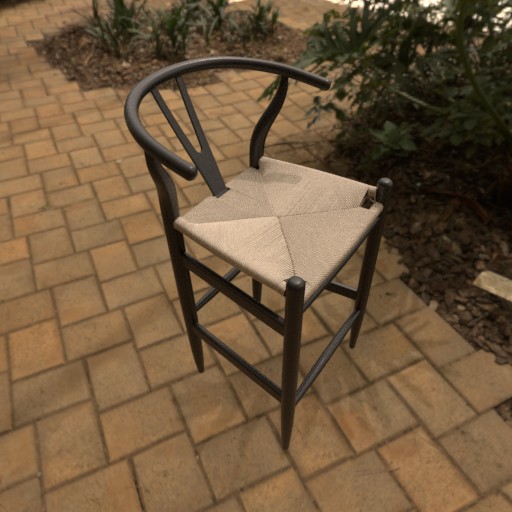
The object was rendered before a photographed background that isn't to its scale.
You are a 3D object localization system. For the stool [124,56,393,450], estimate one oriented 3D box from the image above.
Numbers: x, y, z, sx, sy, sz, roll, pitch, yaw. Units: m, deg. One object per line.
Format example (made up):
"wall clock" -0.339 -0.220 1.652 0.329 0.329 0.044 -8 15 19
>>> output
"stool" 0.000 0.000 1.306 0.579 0.970 0.569 25 48 25
